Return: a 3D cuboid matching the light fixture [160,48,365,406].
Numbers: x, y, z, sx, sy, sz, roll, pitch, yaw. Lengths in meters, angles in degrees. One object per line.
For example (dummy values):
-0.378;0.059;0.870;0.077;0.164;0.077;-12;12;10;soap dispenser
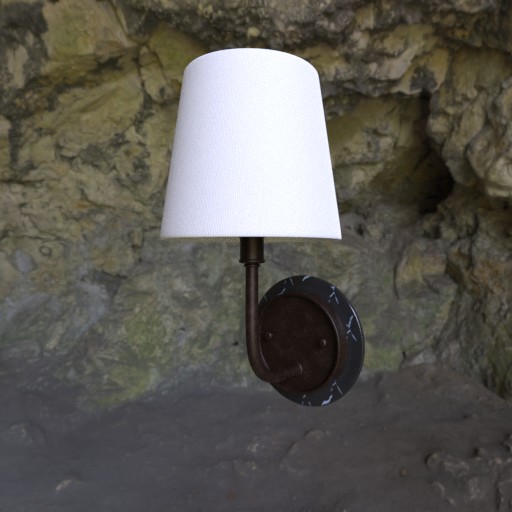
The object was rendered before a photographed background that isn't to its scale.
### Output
0.000;0.000;0.429;0.168;0.337;0.188;0;0;37;light fixture
